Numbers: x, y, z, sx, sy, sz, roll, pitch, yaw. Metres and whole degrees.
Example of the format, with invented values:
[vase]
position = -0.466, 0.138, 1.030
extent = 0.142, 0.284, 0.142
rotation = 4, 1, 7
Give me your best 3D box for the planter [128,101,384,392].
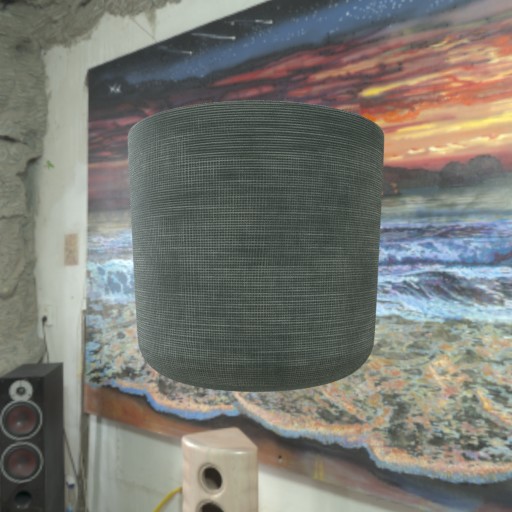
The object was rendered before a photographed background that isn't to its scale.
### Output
[planter]
position = 0.000, 0.000, 0.789
extent = 0.440, 0.398, 0.440
rotation = 0, 0, 0
